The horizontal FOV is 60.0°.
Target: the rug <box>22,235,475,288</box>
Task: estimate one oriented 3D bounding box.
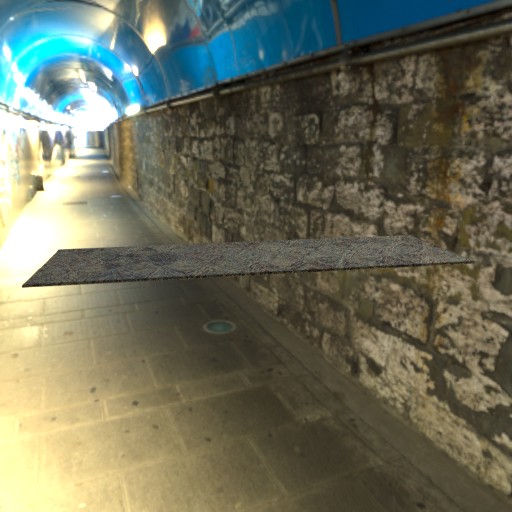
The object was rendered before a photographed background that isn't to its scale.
[{"bbox_3d":[0.000,0.000,2.531,2.292,0.015,0.688,-3,15,-10],"label":"rug"}]
